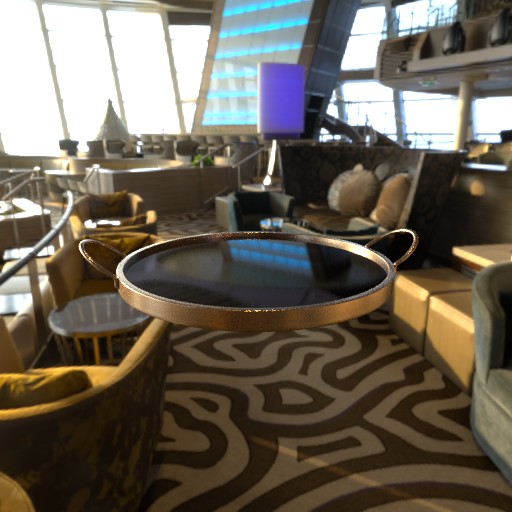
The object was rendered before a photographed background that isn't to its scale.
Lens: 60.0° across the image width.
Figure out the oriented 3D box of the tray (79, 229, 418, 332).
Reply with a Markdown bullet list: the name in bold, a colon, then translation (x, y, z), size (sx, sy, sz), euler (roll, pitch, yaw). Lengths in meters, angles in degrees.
- **tray**: translation (0.000, 0.000, 0.726), size (0.543, 0.069, 0.438), euler (-2, 16, -9)
